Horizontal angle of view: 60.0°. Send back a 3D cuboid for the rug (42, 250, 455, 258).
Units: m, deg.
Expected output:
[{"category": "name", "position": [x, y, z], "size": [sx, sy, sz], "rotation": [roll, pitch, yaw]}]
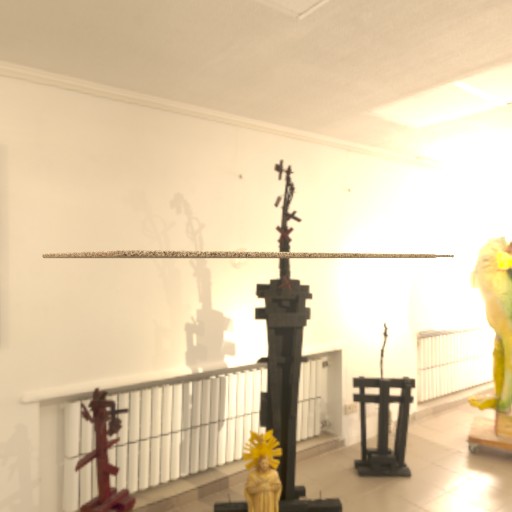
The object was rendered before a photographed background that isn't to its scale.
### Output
[{"category": "rug", "position": [0.000, 0.000, 3.072], "size": [2.438, 0.030, 1.524], "rotation": [0, 0, -36]}]
